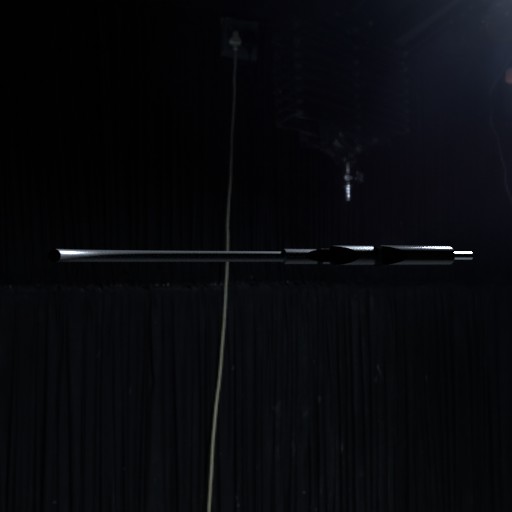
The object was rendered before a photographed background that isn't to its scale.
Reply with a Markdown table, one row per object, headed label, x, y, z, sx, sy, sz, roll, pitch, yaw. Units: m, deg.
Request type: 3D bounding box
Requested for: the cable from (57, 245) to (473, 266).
| label | x | y | z | sx | sy | sz | roll | pitch | yaw |
| --- | --- | --- | --- | --- | --- | --- | --- | --- | --- |
| cable | 0.000 | 0.000 | 0.110 | 0.098 | 0.005 | 0.041 | 0 | -1 | -18 |
